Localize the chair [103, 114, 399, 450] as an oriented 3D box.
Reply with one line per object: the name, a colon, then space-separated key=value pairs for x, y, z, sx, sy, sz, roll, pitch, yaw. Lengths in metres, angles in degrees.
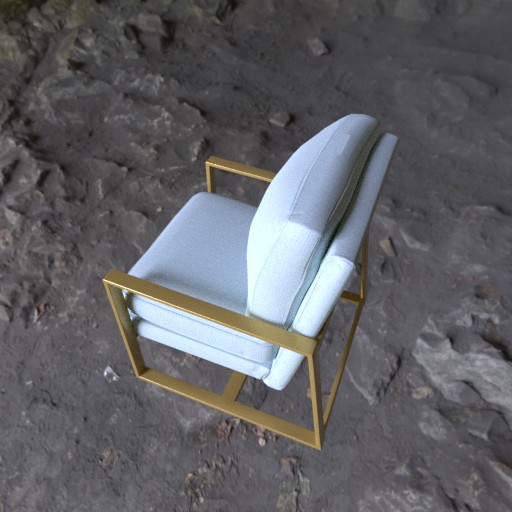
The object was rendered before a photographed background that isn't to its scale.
chair: x=0.000 y=0.000 z=1.598 sx=0.813 sy=0.956 sz=0.758 roll=16 pitch=47 yaw=16
